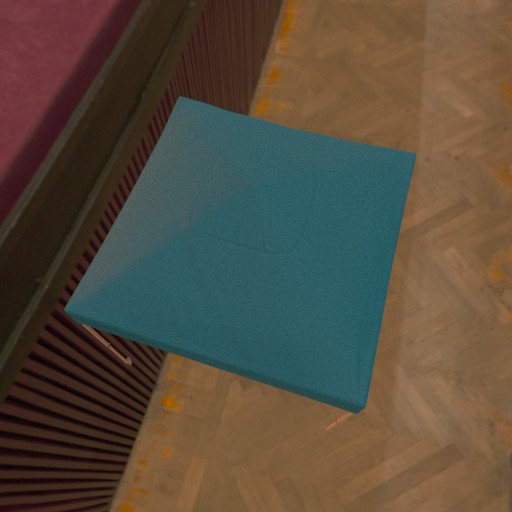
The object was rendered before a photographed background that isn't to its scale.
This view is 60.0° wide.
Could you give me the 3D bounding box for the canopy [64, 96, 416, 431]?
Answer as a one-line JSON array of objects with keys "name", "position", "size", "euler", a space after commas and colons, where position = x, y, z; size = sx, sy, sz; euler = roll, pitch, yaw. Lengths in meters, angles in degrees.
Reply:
[{"name": "canopy", "position": [0.000, 0.000, 5.393], "size": [2.996, 2.997, 2.998], "euler": [16, 65, 8]}]
